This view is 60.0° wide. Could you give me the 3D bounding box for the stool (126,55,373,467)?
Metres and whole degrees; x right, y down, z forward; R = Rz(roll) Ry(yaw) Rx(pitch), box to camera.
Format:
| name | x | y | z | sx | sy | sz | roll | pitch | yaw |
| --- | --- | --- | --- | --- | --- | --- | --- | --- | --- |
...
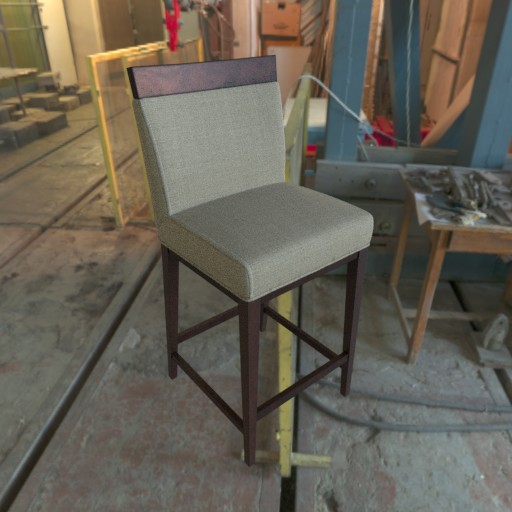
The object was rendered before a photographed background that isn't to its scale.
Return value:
| name | x | y | z | sx | sy | sz | roll | pitch | yaw |
| --- | --- | --- | --- | --- | --- | --- | --- | --- | --- |
| stool | 0.000 | 0.000 | 1.280 | 0.463 | 1.011 | 0.480 | -22 | 36 | -33 |
